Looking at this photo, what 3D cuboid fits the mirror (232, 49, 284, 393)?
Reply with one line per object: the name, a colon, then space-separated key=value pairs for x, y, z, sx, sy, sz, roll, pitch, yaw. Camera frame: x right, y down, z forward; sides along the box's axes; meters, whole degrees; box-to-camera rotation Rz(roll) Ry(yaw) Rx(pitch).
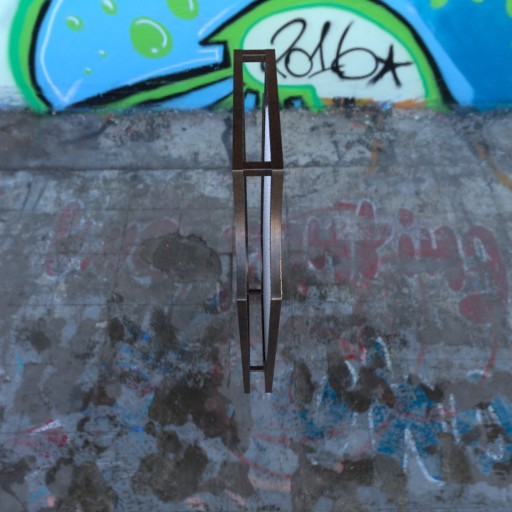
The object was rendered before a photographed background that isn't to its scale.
mirror: x=0.000 y=0.000 z=0.970 sx=0.066 sy=0.811 sz=0.462 roll=-1 pitch=58 yaw=-1
